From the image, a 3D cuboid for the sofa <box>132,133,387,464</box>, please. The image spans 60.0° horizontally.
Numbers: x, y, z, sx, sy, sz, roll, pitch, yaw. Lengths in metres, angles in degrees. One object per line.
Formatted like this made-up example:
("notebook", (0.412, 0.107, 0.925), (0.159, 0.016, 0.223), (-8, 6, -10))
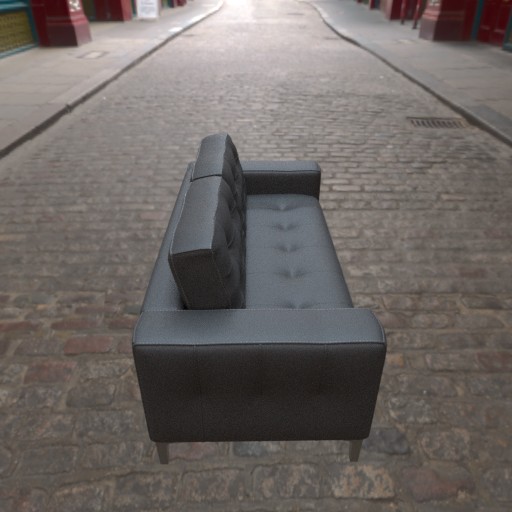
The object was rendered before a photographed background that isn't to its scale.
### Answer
("sofa", (0.000, 0.000, 2.200), (0.833, 0.893, 1.726), (0, 32, -1))
